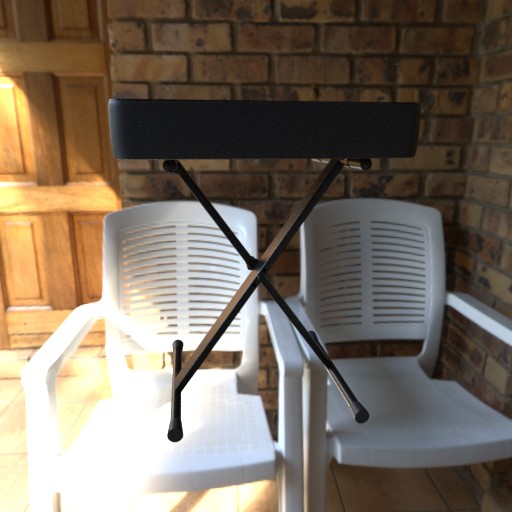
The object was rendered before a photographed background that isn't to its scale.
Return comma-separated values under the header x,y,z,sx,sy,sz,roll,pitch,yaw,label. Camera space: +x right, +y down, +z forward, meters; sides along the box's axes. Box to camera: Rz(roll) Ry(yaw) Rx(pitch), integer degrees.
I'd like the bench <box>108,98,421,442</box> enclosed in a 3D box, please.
x,y,z,sx,sy,sz,roll,pitch,yaw,label
0.000,0.000,0.789,0.424,0.500,0.321,-2,15,-9,bench
